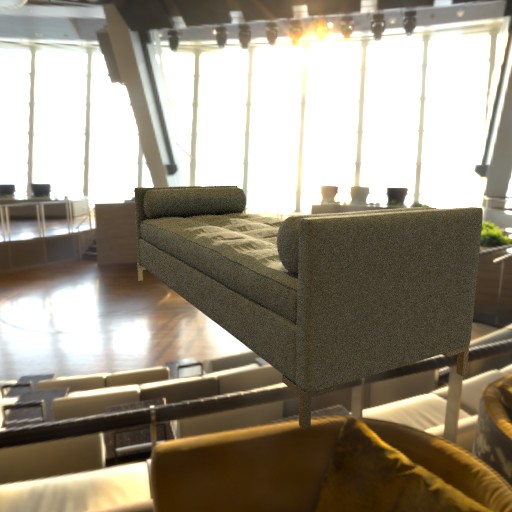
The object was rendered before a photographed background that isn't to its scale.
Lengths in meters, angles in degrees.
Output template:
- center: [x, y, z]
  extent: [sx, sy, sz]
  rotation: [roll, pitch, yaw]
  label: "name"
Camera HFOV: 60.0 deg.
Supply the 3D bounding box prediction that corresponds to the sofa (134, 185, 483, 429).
- center: [0.000, 0.000, 2.379]
  extent: [0.797, 0.657, 2.102]
  rotation: [-6, 13, -28]
  label: "sofa"
